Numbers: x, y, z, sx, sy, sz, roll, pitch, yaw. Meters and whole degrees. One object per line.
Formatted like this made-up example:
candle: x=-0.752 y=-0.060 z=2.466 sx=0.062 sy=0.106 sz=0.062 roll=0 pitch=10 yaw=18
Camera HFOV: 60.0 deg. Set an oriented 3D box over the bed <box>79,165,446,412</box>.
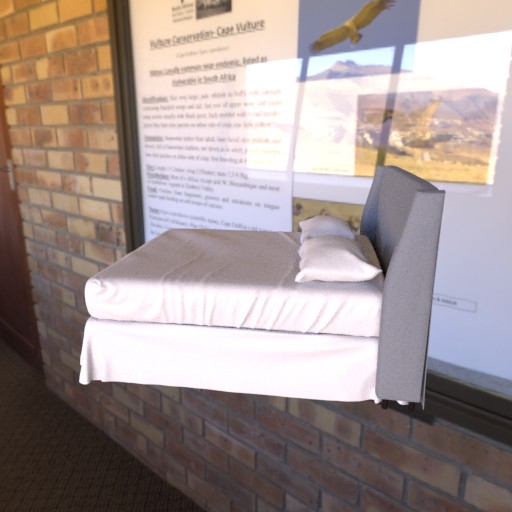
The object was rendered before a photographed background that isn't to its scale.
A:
bed: x=0.000 y=0.000 z=3.486 sx=2.276 sy=1.332 sz=1.925 roll=2 pitch=16 yaw=8
